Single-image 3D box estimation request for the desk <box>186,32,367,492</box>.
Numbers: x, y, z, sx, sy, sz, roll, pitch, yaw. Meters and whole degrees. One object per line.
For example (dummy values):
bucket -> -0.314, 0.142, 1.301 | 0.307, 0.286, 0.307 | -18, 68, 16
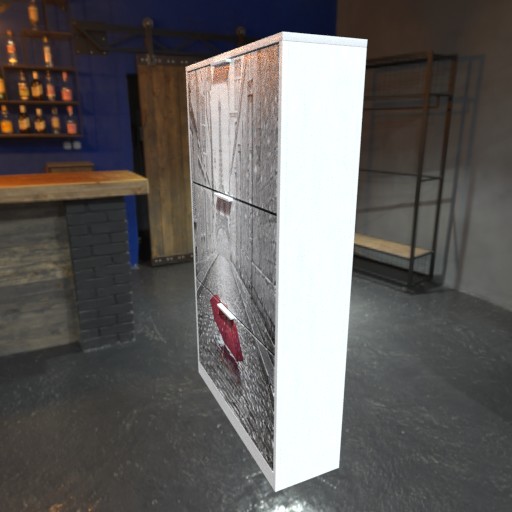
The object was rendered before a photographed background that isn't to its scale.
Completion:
desk -> 0.000, 0.000, 1.543 | 0.250, 1.280, 0.750 | -8, 19, -24
